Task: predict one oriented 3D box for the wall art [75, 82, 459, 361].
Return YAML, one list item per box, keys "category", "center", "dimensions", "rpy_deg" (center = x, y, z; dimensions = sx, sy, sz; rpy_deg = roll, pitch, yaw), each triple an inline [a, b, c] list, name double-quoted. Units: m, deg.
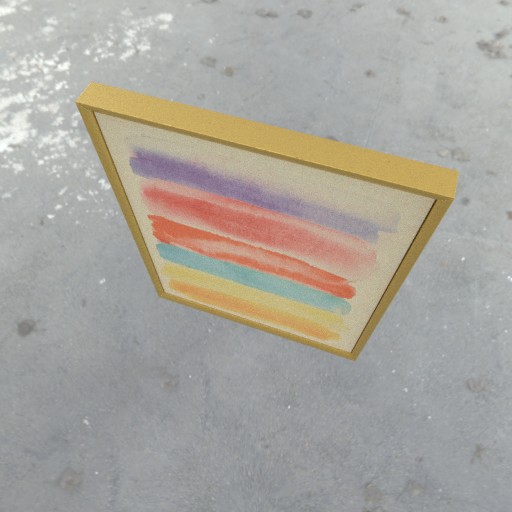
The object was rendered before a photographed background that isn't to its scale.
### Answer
- category: "wall art"
  center: [0.000, 0.000, 0.879]
  dimensions: [0.537, 0.642, 0.048]
  rpy_deg: [17, 60, 10]
